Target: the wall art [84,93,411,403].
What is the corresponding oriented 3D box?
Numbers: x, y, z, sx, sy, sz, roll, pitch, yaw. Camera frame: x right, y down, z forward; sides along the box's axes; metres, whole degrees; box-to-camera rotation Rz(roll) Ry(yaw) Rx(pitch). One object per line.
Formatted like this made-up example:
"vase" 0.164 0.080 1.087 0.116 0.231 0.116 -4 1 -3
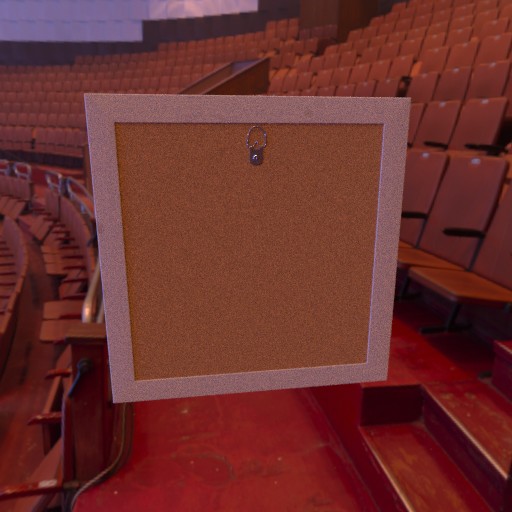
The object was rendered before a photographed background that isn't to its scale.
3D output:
"wall art" 0.000 0.000 0.848 0.572 0.577 0.015 -2 15 -8
